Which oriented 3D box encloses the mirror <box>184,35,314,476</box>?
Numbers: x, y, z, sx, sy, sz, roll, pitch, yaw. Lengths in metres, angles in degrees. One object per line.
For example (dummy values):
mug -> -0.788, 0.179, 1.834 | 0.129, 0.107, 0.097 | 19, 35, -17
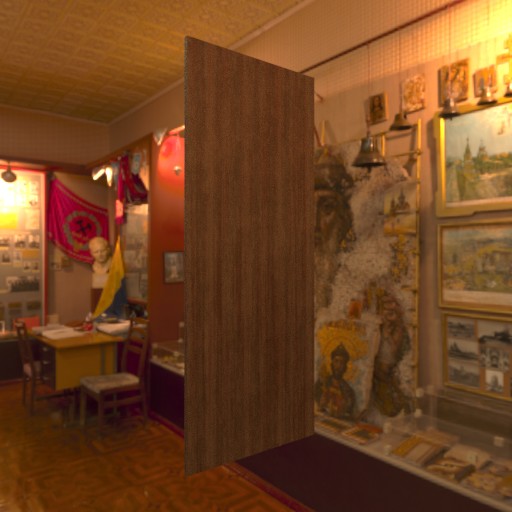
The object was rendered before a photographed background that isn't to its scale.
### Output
mirror -> 0.000, 0.000, 2.294 | 0.812, 2.032, 0.025 | 0, 0, -37
